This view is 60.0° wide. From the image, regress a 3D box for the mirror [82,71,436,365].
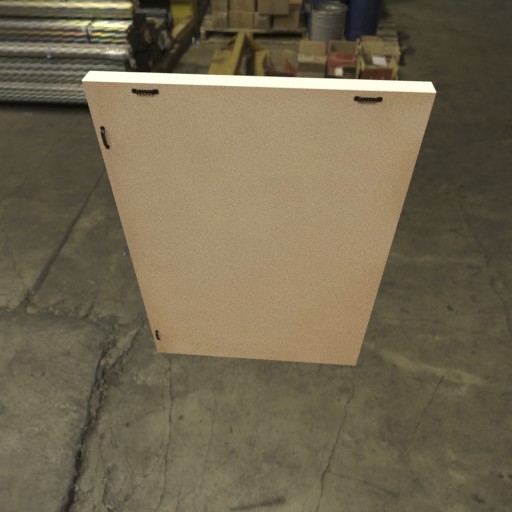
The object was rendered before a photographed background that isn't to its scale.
[{"bbox_3d":[0.000,0.000,0.892,0.507,0.710,0.040,3,45,3],"label":"mirror"}]
